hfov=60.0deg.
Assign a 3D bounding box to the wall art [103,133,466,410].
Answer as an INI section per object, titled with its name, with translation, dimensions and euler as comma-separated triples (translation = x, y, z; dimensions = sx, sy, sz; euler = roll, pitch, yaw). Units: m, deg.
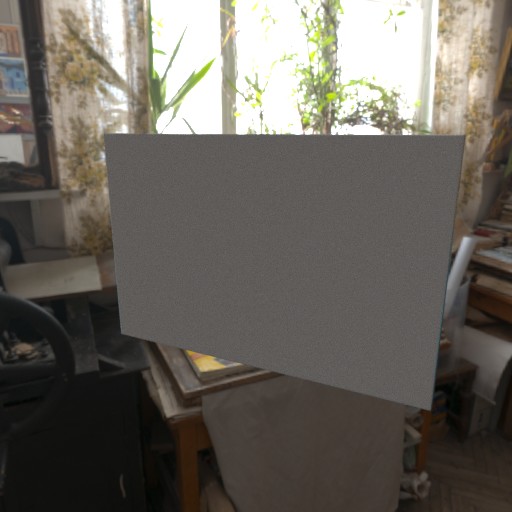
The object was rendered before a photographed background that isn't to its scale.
[wall art]
translation = 0.000, 0.000, 0.763
dimensions = 0.609, 0.406, 0.039
euler = 8, 17, 25
